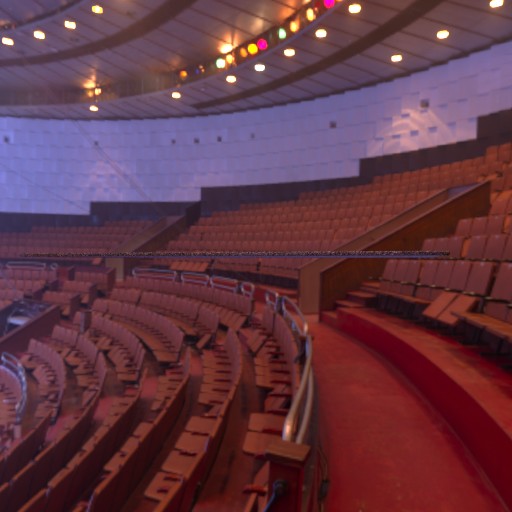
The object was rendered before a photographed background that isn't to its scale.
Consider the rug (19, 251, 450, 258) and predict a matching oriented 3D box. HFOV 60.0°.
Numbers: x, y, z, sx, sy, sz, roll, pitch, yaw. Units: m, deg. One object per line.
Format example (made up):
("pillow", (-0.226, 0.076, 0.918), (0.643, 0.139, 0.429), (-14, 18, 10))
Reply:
("rug", (0.000, 0.000, 4.023), (3.000, 0.025, 2.401), (0, -1, 18))
